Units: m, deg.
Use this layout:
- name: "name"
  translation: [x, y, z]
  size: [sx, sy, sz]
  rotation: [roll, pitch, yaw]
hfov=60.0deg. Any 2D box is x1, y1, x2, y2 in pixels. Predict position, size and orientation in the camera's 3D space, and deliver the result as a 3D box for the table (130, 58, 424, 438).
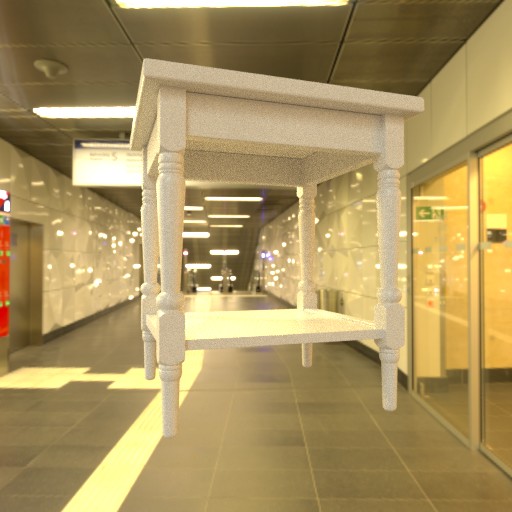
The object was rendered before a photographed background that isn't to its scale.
- name: "table"
  translation: [0.000, 0.000, 0.920]
  size: [0.488, 0.565, 0.442]
  rotation: [0, -1, -18]
